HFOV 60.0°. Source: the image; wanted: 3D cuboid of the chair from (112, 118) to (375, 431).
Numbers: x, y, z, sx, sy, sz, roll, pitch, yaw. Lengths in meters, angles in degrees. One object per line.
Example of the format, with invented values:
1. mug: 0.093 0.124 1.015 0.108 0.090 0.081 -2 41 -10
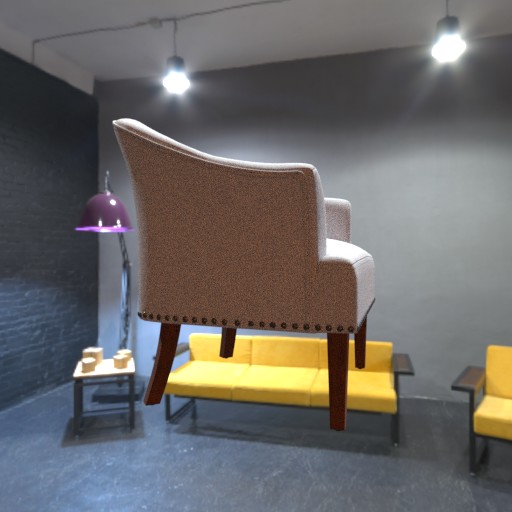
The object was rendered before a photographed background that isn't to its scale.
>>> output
1. chair: 0.000 0.000 1.417 0.704 0.815 0.798 0 1 18
